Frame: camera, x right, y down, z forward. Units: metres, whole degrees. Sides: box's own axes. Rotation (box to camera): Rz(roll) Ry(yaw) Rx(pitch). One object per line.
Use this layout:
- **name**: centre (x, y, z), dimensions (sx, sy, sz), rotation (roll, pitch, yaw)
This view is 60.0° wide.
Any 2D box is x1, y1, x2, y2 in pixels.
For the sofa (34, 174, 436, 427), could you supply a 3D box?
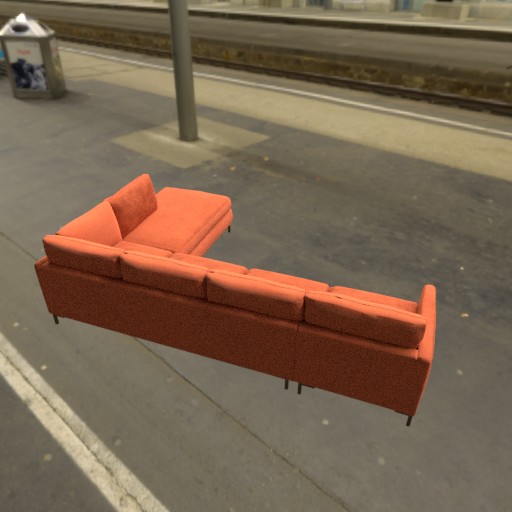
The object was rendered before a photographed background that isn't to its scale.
- **sofa**: centre (0.000, 0.000, 3.576), dimensions (2.736, 0.757, 1.879), rotation (11, 34, 17)
